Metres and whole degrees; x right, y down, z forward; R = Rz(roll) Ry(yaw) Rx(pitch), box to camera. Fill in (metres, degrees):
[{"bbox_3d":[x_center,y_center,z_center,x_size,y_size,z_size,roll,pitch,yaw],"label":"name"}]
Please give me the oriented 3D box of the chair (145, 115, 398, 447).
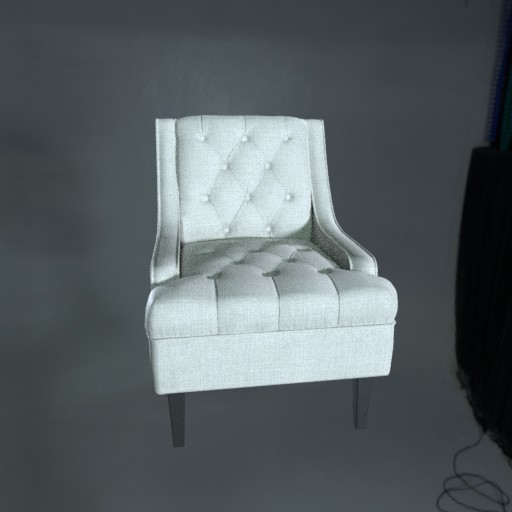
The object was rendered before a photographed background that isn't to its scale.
[{"bbox_3d":[0.000,0.000,1.432,0.658,0.891,0.772,-2,16,-8],"label":"chair"}]
